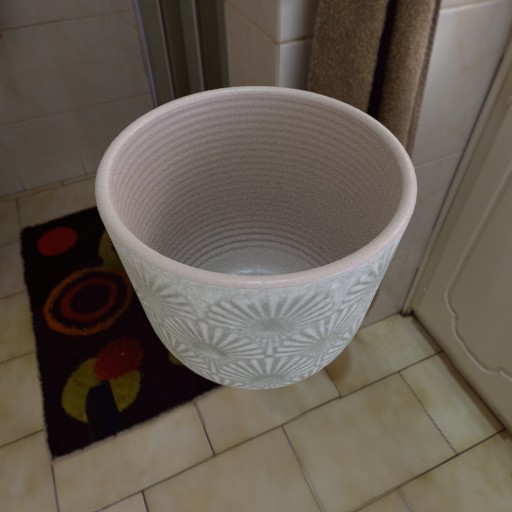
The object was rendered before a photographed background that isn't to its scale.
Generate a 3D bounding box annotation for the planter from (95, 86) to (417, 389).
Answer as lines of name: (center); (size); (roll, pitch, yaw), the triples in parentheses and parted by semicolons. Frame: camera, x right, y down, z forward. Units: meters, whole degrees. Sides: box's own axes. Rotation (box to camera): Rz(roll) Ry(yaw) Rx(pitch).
planter: (0.000, 0.000, 0.295); (0.170, 0.152, 0.170); (0, 48, 0)
